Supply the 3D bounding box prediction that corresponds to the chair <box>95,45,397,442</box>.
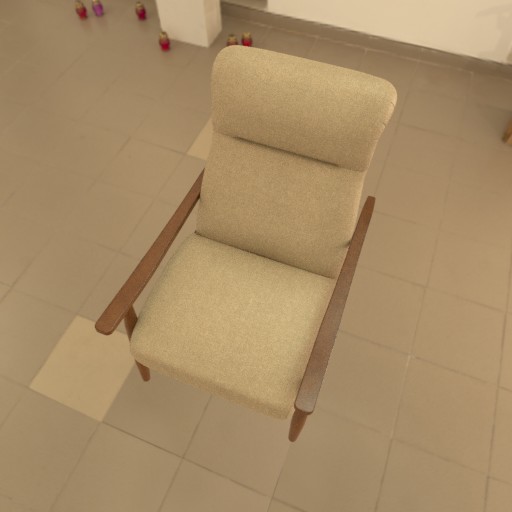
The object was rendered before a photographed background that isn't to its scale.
[{"bbox_3d":[0.000,0.000,1.724,0.762,1.082,1.030,18,59,11],"label":"chair"}]
